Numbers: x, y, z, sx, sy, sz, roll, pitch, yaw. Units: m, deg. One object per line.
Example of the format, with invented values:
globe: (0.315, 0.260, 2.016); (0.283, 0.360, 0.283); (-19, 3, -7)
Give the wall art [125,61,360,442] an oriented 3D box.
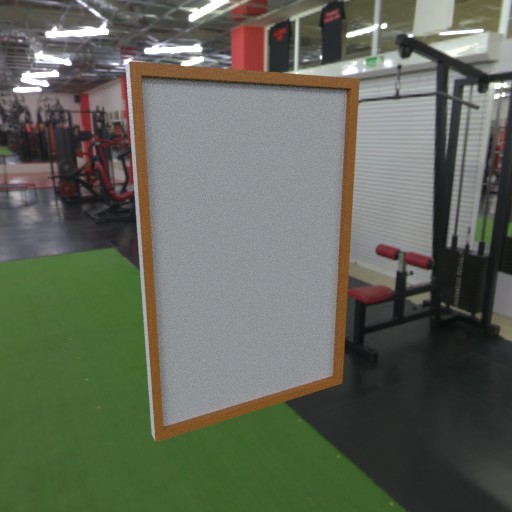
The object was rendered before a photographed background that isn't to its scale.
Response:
wall art: (0.000, 0.000, 1.184); (0.610, 0.916, 0.037); (-8, 17, -27)
